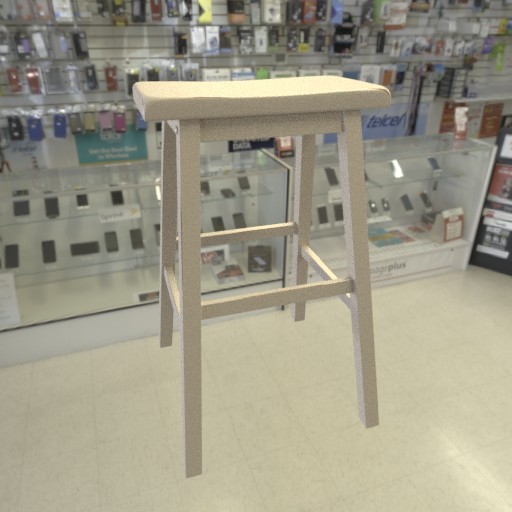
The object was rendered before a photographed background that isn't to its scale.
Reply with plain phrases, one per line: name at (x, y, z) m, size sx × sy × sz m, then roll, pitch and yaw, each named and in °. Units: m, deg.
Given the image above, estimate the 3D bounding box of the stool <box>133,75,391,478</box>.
stool at (0.000, 0.000, 1.014) m, size 0.457 × 0.737 × 0.476 m, roll -8°, pitch 29°, yaw -16°
